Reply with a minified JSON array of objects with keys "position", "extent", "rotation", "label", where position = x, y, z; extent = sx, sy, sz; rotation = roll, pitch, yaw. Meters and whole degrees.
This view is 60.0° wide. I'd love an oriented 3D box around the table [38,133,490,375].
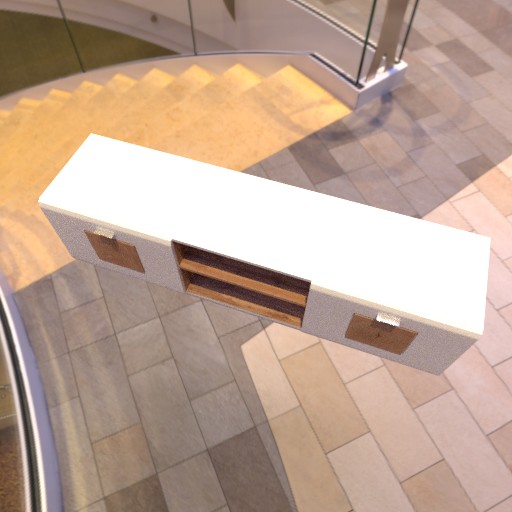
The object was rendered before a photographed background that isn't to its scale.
[{"position":[0.000,0.000,1.729],"extent":[1.550,0.440,0.400],"rotation":[16,59,10],"label":"table"}]
